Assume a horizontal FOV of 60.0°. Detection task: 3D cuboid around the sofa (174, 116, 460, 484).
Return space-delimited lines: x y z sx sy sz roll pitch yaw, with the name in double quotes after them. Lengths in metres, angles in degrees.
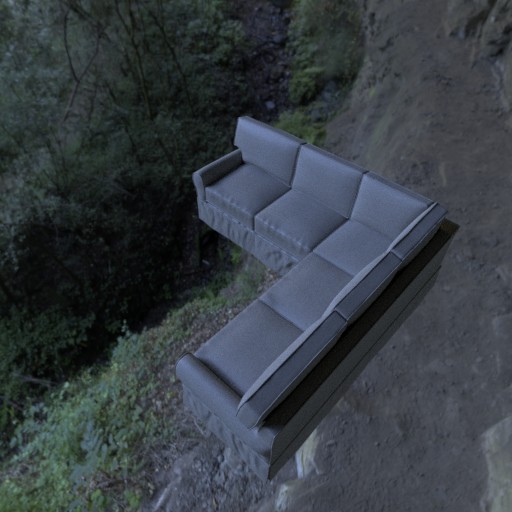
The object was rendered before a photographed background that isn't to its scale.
0.000 0.000 4.139 2.618 1.081 2.623 34 55 28 "sofa"
